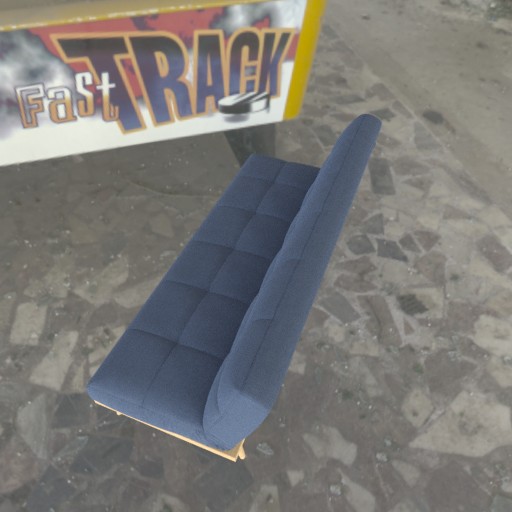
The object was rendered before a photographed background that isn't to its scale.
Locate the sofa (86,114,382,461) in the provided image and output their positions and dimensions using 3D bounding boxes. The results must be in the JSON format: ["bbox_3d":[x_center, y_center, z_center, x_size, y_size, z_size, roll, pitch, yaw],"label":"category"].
[{"bbox_3d":[0.000,0.000,2.221,0.796,0.800,1.800,16,49,15],"label":"sofa"}]
